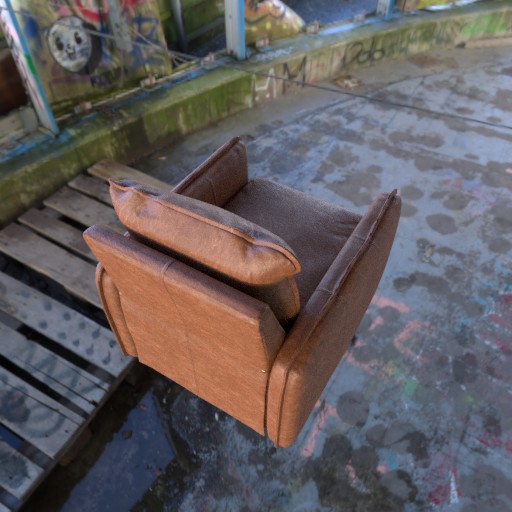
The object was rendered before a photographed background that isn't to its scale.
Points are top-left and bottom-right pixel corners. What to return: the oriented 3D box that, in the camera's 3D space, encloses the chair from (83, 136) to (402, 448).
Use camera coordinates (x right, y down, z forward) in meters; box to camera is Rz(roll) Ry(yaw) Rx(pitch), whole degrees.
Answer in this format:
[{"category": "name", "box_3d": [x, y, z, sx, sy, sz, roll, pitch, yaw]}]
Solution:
[{"category": "chair", "box_3d": [0.000, 0.000, 1.635, 0.830, 0.922, 0.922, 24, 52, 21]}]
